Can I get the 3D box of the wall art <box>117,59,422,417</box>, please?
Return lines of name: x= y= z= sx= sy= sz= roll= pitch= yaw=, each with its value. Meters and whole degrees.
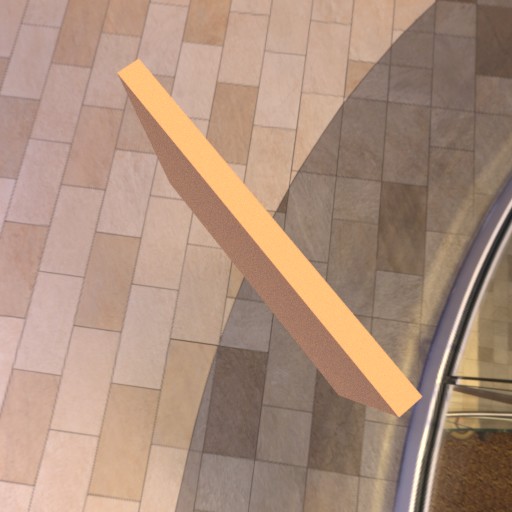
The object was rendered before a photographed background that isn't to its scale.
wall art: x=0.000 y=0.000 z=0.795 sx=0.039 sy=0.407 sz=0.609 roll=-37 pitch=79 yaw=-8
